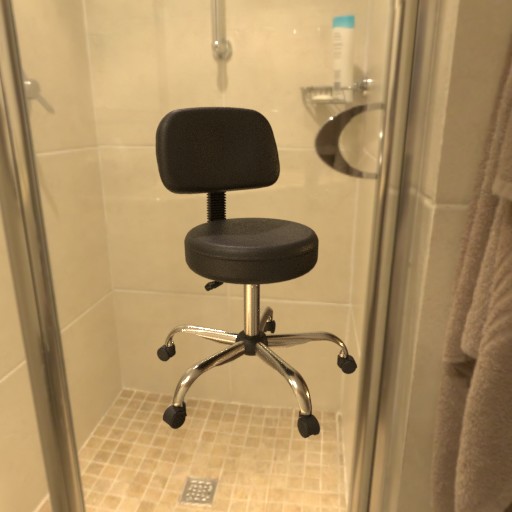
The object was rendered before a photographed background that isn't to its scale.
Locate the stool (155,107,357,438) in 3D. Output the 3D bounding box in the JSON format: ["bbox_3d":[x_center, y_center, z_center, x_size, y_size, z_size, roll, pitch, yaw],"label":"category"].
[{"bbox_3d":[0.000,0.000,1.332,0.673,0.862,0.648,-9,19,-27],"label":"stool"}]
